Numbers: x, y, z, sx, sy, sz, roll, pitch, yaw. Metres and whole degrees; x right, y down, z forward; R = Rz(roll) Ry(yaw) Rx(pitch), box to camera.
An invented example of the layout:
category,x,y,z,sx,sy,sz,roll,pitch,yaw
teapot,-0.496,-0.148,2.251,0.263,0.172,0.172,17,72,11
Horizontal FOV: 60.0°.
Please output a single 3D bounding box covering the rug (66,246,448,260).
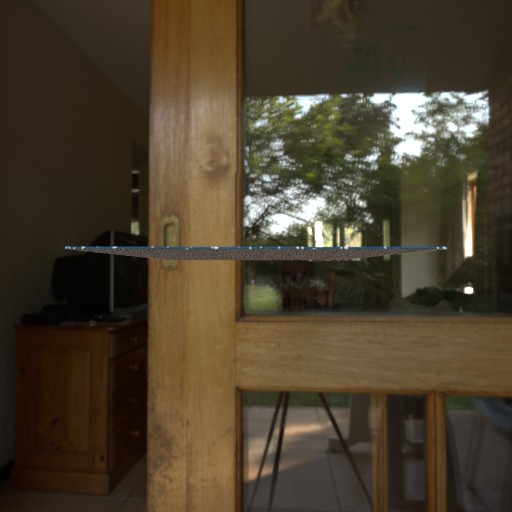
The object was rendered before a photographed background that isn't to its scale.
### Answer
category,x,y,z,sx,sy,sz,roll,pitch,yaw
rug,0.000,0.000,2.322,1.220,0.007,1.828,0,-2,0
